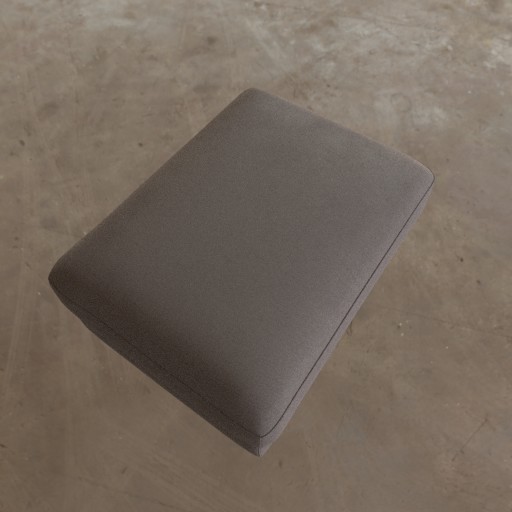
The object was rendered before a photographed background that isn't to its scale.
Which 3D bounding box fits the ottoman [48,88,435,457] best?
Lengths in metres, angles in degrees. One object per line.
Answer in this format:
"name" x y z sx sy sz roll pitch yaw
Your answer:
"ottoman" 0.000 0.000 1.171 0.608 0.449 0.811 31 63 18
